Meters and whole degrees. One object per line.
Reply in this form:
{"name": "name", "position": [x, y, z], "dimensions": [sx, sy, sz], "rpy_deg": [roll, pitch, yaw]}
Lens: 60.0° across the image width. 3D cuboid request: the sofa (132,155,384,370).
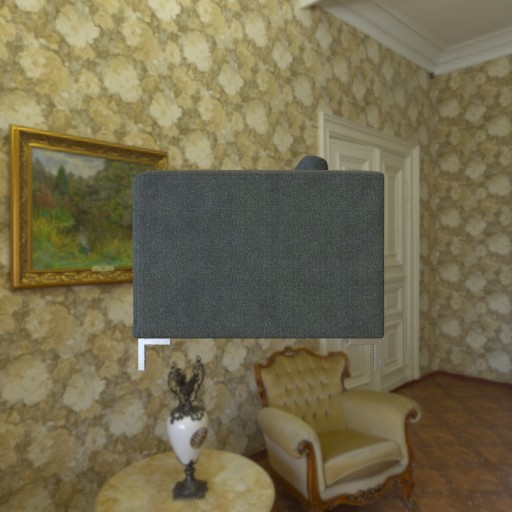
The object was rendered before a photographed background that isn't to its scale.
{"name": "sofa", "position": [0.000, 0.000, 2.878], "dimensions": [0.969, 0.867, 2.415], "rpy_deg": [0, 0, 0]}
